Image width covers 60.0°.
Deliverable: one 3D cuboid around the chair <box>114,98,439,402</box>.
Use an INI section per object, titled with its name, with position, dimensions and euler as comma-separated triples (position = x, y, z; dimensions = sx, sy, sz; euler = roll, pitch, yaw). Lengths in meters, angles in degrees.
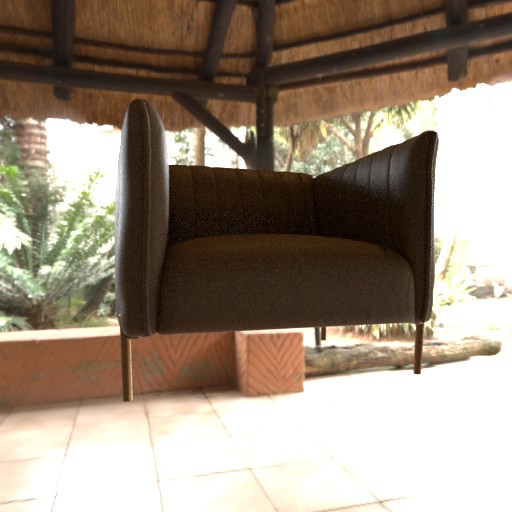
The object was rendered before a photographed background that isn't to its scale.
[chair]
position = 0.000, 0.000, 1.611
dimensions = 0.981, 0.779, 0.876
euler = 0, -1, -18
